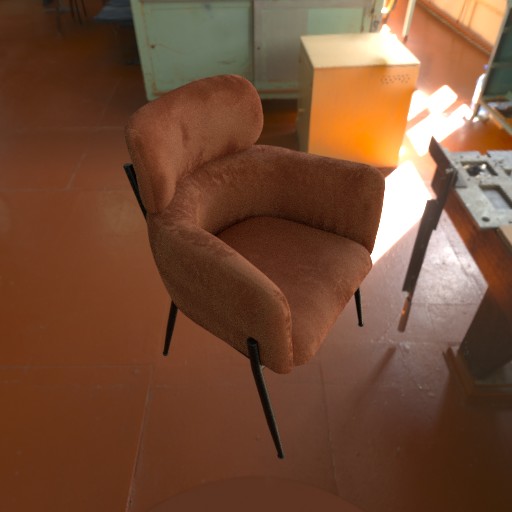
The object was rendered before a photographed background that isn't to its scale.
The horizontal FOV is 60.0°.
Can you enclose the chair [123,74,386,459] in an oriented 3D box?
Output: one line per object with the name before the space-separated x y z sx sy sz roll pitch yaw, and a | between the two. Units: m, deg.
chair | 0.000 0.000 1.162 0.523 0.772 0.561 24 47 24
